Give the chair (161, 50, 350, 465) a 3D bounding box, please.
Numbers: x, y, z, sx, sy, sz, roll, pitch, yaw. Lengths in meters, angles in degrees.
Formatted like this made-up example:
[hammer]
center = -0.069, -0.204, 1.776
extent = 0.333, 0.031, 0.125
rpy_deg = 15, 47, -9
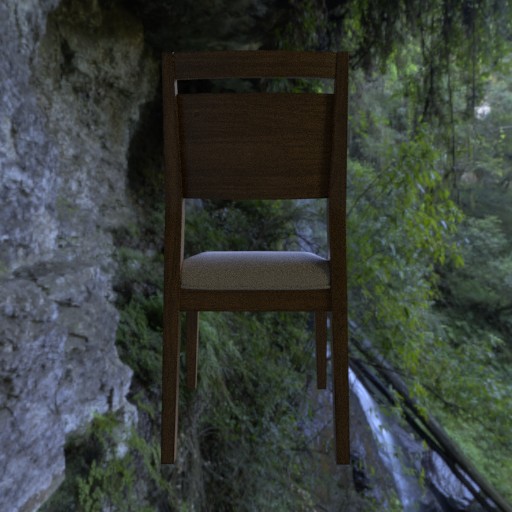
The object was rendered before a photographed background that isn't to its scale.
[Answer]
[chair]
center = 0.000, 0.000, 1.281
extent = 0.497, 0.939, 0.610
rpy_deg = 0, 0, 0
